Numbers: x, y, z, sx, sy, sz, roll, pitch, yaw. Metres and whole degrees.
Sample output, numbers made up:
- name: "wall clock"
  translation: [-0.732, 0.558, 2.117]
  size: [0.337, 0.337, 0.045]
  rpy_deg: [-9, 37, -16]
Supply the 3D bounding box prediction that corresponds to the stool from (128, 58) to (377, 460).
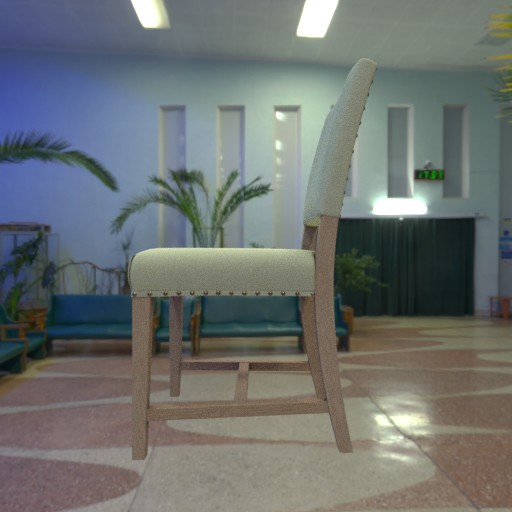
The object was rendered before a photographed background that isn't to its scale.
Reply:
- name: "stool"
  translation: [0.000, 0.000, 1.318]
  size: [0.623, 0.986, 0.508]
  rpy_deg: [0, 1, 0]
